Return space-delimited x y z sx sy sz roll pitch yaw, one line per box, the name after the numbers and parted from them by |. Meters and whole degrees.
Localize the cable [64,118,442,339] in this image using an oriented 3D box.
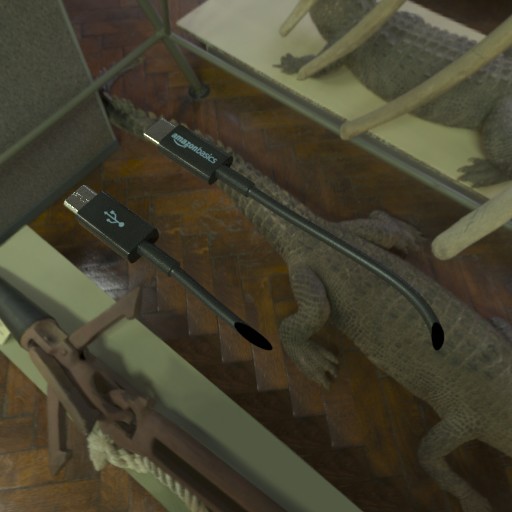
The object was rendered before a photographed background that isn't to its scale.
0.000 0.000 0.109 0.098 0.006 0.040 35 68 16 | cable
